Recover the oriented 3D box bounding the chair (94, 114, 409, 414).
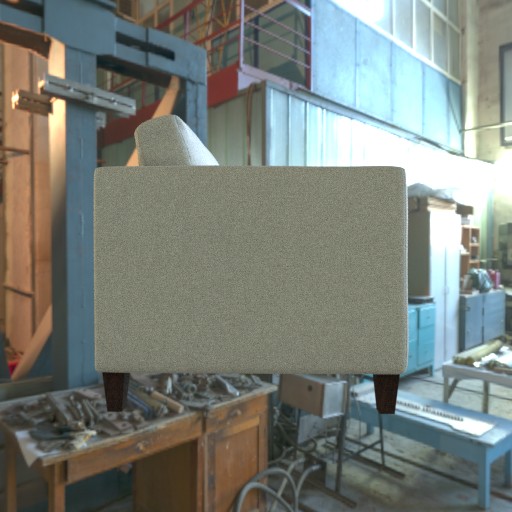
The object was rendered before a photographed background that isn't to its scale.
[{"bbox_3d":[0.000,0.000,1.757,0.959,0.919,0.996,0,1,1],"label":"chair"}]
